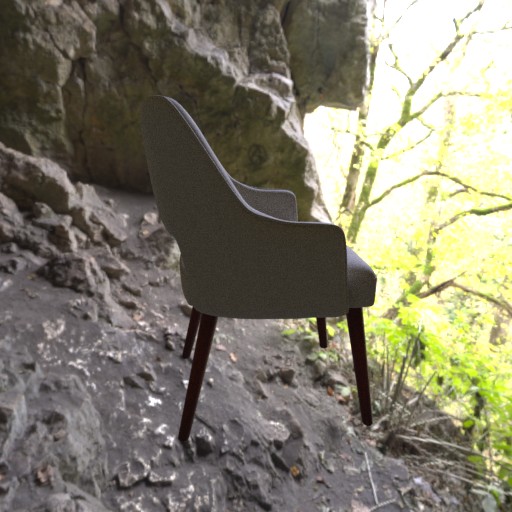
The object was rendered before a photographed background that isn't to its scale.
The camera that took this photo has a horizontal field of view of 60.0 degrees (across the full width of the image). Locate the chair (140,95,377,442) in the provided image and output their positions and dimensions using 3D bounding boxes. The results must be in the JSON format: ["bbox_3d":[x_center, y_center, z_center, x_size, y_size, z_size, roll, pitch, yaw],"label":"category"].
[{"bbox_3d":[0.000,0.000,1.244,0.580,0.840,0.560,-2,17,-7],"label":"chair"}]
